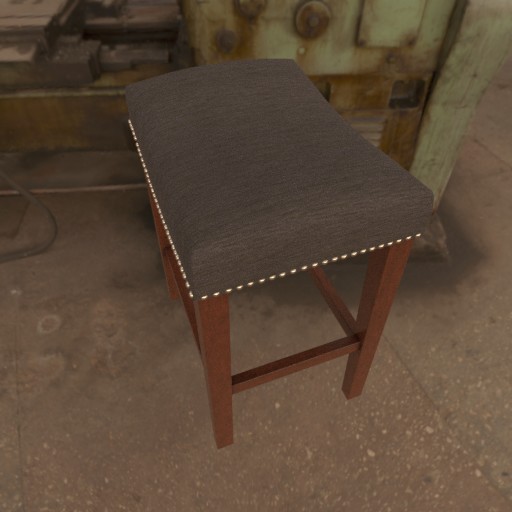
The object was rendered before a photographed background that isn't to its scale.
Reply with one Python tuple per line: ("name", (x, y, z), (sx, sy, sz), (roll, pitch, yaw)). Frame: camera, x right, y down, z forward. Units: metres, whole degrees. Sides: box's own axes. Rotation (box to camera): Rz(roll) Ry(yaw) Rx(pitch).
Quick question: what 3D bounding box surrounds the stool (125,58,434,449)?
("stool", (0.000, 0.000, 0.953), (0.372, 0.654, 0.504), (-15, 48, -14))
